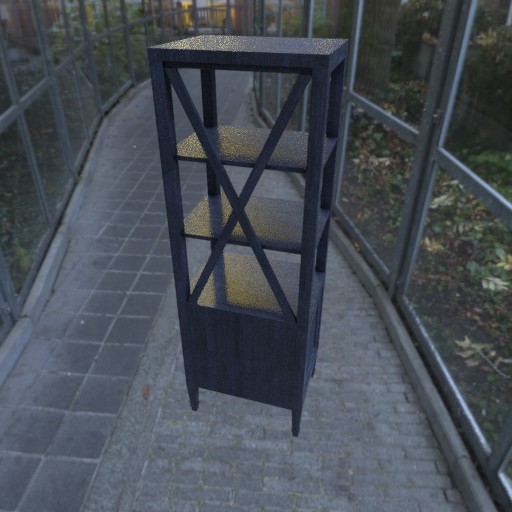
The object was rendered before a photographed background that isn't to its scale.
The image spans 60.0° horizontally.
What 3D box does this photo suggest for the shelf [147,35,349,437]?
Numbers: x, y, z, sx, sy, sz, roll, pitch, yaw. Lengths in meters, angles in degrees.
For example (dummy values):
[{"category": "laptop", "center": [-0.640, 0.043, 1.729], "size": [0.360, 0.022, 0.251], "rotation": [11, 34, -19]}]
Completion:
[{"category": "shelf", "center": [0.000, 0.000, 1.984], "size": [0.584, 1.727, 0.472], "rotation": [9, 32, 14]}]
